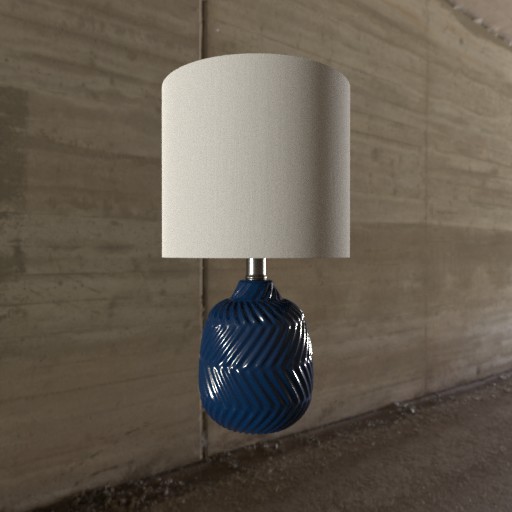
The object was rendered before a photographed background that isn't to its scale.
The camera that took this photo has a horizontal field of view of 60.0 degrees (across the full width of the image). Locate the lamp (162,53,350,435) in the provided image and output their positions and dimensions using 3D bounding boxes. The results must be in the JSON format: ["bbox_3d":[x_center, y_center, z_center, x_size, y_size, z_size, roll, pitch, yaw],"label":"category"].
[{"bbox_3d":[0.000,0.000,0.490,0.203,0.368,0.203,0,0,18],"label":"lamp"}]
